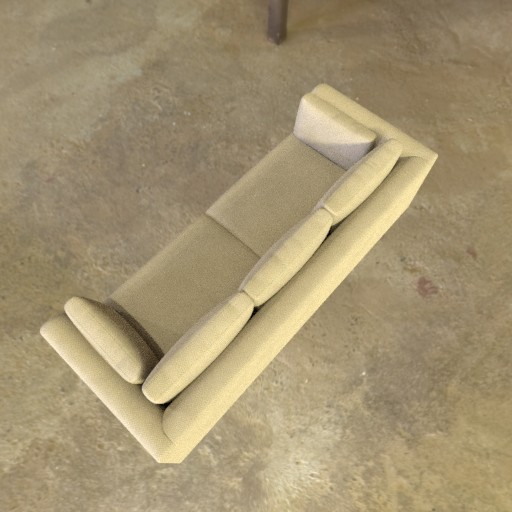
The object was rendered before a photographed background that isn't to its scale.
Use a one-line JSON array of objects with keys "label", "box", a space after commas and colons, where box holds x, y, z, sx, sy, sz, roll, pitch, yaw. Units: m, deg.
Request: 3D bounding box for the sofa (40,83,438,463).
[{"label": "sofa", "box": [0.000, 0.000, 2.867, 0.969, 0.867, 2.415, 39, 71, 17]}]
